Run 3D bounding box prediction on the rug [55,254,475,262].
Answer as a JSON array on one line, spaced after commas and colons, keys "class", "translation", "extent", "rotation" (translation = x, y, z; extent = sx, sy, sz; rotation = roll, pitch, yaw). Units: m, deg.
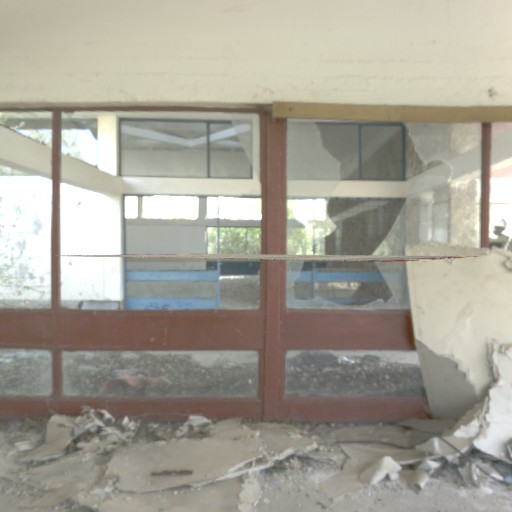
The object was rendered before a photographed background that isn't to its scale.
[{"class": "rug", "translation": [0.000, 0.000, 2.941], "extent": [2.465, 0.012, 1.465], "rotation": [1, 1, 37]}]
